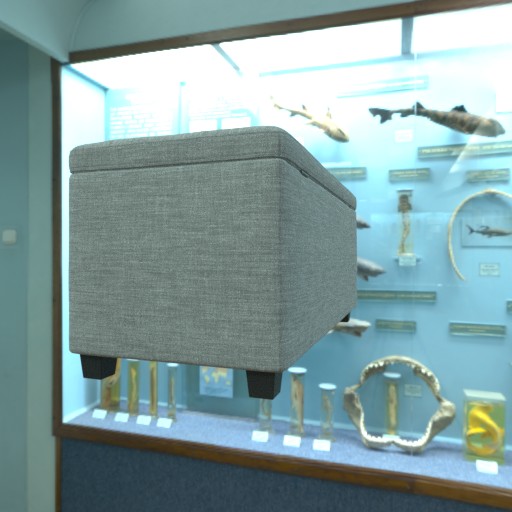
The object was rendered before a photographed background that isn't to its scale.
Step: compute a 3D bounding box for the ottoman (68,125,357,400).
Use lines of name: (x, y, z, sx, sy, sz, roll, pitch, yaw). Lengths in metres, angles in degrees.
ottoman: (0.000, 0.000, 1.126, 0.419, 0.432, 0.902, 0, 0, 20)
